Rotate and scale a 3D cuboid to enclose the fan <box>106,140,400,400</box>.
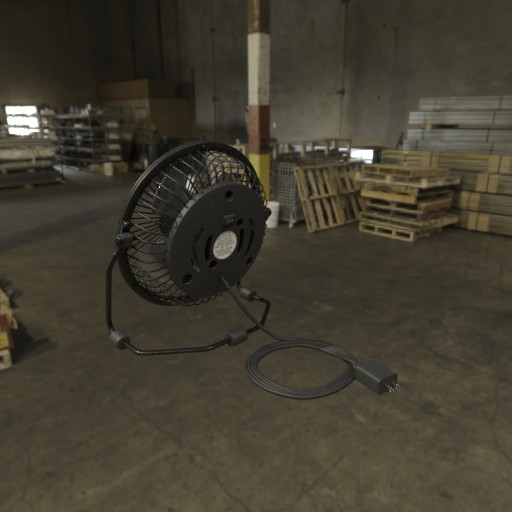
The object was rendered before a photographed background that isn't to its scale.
[{"bbox_3d":[0.000,0.000,0.307,0.153,0.152,0.202,-16,23,-42],"label":"fan"}]
